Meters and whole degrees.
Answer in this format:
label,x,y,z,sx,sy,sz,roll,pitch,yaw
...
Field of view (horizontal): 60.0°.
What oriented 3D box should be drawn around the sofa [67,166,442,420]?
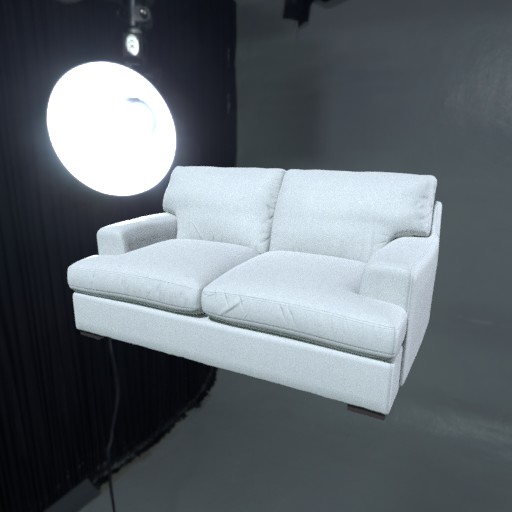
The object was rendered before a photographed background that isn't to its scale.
label,x,y,z,sx,sy,sz,roll,pitch,yaw
sofa,0.000,0.000,2.530,1.880,0.940,1.143,8,16,27
